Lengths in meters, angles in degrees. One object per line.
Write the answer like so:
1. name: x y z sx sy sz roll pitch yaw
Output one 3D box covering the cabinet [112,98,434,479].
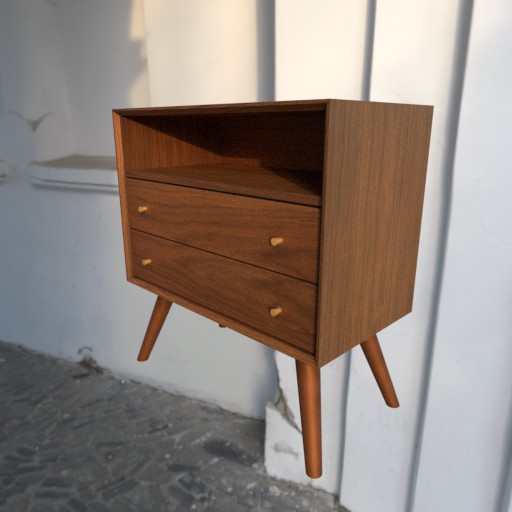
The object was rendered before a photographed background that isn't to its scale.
1. cabinet: 0.000 0.000 1.177 0.712 0.748 0.388 16 23 42
